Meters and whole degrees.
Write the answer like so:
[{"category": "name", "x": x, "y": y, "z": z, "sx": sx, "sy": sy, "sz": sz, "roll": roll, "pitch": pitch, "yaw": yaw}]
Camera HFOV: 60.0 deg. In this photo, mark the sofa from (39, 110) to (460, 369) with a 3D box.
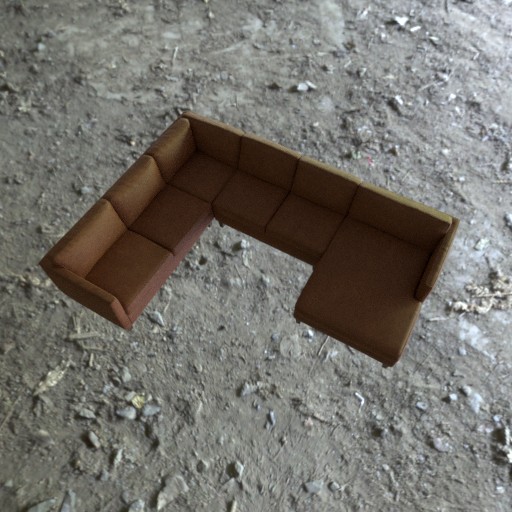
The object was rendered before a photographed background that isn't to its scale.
[{"category": "sofa", "x": 0.000, "y": 0.000, "z": 4.657, "sx": 3.460, "sy": 0.923, "sz": 2.593, "roll": 26, "pitch": 62, "yaw": 15}]
